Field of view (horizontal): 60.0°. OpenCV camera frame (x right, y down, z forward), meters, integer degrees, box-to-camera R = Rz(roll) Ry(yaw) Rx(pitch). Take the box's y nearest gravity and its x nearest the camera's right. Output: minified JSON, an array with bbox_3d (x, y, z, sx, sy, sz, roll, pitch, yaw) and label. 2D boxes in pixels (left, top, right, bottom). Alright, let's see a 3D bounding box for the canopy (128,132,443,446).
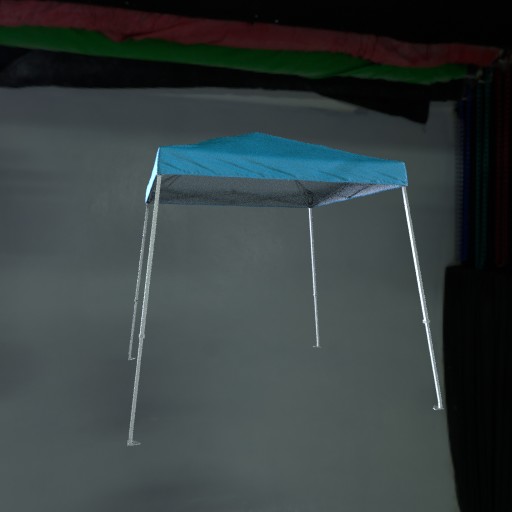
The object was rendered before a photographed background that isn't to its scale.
[{"bbox_3d":[0.000,0.000,5.120,2.849,2.849,2.848,0,1,-16],"label":"canopy"}]
